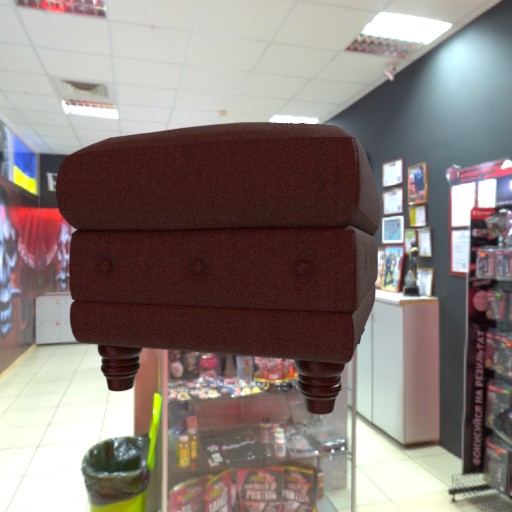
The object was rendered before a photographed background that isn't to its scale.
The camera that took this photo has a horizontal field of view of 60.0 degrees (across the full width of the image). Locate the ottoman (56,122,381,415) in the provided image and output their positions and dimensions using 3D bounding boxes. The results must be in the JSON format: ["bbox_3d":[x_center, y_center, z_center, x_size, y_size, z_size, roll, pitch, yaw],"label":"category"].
[{"bbox_3d":[0.000,0.000,1.157,0.599,0.555,0.809,0,1,18],"label":"ottoman"}]
